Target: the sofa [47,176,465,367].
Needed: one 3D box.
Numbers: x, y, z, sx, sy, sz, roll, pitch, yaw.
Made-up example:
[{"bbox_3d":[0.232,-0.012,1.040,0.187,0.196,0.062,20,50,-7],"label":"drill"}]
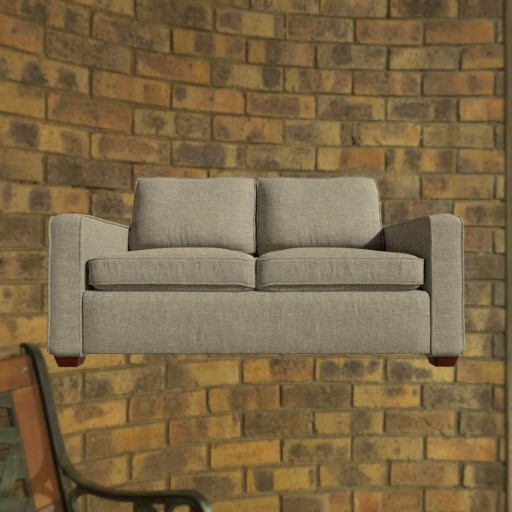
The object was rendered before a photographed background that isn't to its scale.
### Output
[{"bbox_3d":[0.000,0.000,2.229,1.706,0.915,0.945,0,-1,0],"label":"sofa"}]
